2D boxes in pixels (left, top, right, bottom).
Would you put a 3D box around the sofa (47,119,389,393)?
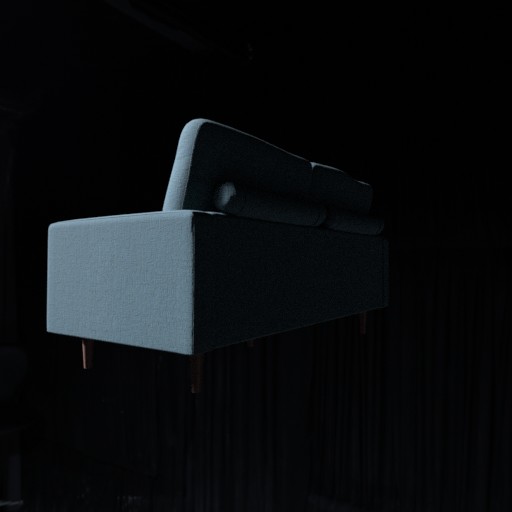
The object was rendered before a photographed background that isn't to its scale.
[{"bbox_3d":[0.000,0.000,2.557,0.966,1.050,2.010,-1,-1,35],"label":"sofa"}]
